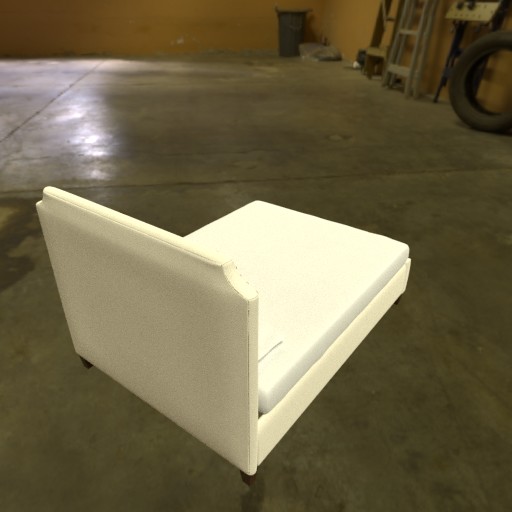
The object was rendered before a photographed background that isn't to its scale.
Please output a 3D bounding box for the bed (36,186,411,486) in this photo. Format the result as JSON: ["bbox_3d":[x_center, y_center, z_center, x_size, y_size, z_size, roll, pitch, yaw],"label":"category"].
[{"bbox_3d":[0.000,0.000,3.410,1.712,1.497,2.372,21,36,32],"label":"bed"}]
